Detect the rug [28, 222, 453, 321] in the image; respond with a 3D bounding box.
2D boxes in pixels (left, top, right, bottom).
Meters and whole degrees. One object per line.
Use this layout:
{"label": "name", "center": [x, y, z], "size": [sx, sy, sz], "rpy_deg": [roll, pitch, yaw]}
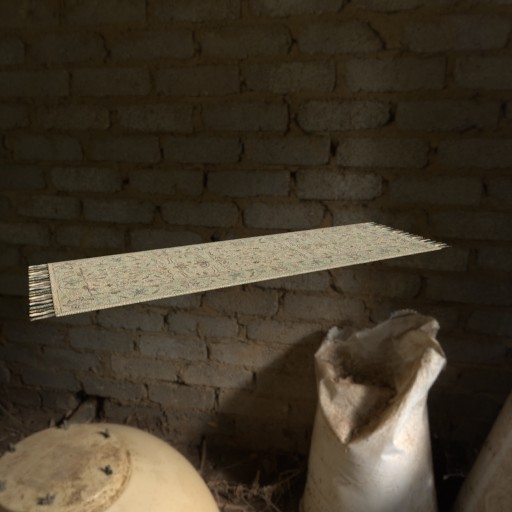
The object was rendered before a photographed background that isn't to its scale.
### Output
{"label": "rug", "center": [0.000, 0.000, 2.648], "size": [2.440, 0.013, 0.769], "rpy_deg": [-8, 19, -25]}
